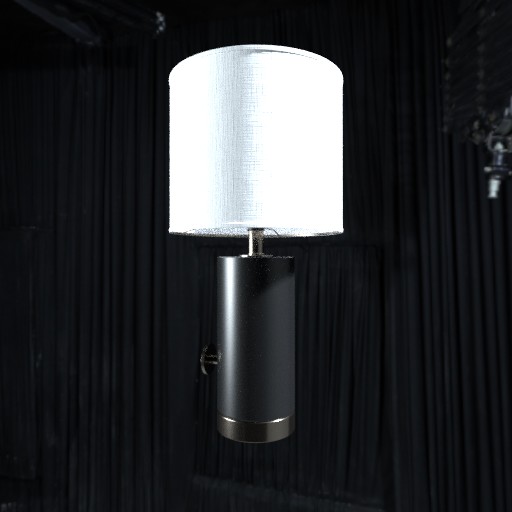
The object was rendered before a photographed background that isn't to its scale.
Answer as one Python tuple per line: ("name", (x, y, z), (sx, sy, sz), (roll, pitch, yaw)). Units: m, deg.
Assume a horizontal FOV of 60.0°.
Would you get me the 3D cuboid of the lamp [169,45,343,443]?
("lamp", (0.000, 0.000, 0.626), (0.240, 0.482, 0.241), (0, 0, 19))
